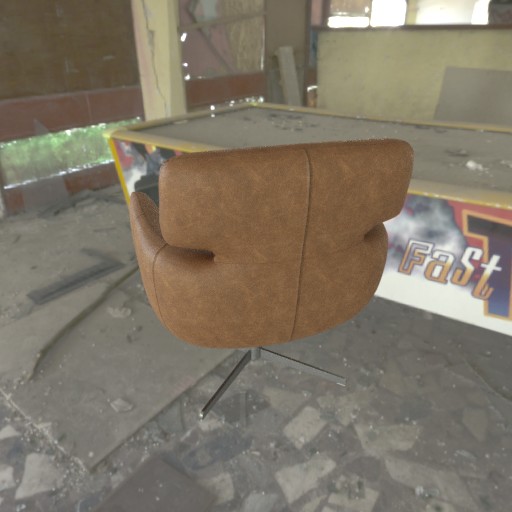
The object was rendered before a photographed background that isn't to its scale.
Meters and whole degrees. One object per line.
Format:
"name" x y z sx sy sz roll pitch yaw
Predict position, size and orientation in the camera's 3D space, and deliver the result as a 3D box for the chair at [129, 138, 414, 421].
"chair" 0.000 0.000 1.365 0.706 0.812 0.715 -8 28 -16
